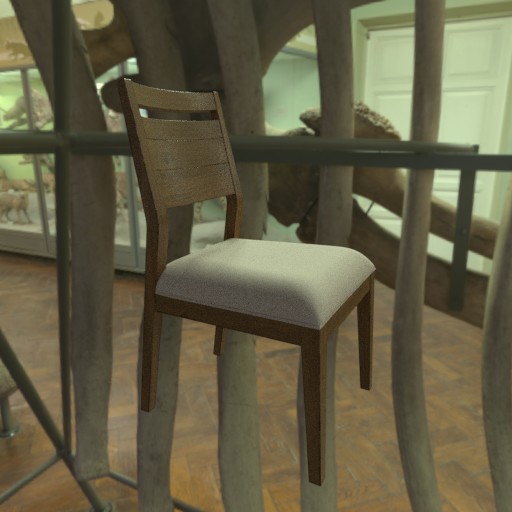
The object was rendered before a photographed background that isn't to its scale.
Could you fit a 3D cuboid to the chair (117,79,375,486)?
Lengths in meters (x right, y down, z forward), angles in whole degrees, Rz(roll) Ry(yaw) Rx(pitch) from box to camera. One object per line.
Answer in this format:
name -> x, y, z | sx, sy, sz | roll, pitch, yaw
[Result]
chair -> 0.000, 0.000, 1.276 | 0.610, 0.939, 0.497 | 8, 17, 27
